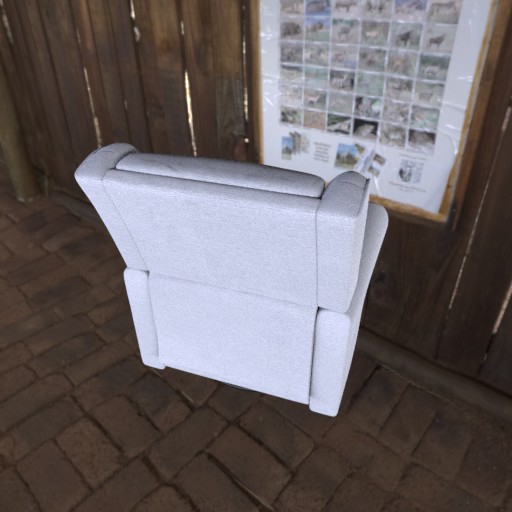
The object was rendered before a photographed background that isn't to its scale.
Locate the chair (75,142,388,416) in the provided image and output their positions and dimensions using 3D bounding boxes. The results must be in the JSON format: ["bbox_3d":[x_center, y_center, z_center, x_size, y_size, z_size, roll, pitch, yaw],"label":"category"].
[{"bbox_3d":[0.000,0.000,1.687,0.906,0.966,0.854,11,34,16],"label":"chair"}]
